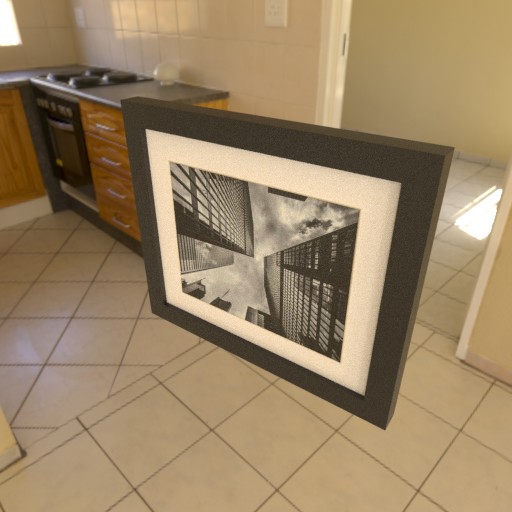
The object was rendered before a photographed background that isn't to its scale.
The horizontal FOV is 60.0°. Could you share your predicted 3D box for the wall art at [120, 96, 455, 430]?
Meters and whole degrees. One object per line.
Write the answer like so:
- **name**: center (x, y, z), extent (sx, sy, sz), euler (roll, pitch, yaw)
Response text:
- **wall art**: center (0.000, 0.000, 0.530), extent (0.381, 0.321, 0.028), euler (19, 35, 30)
